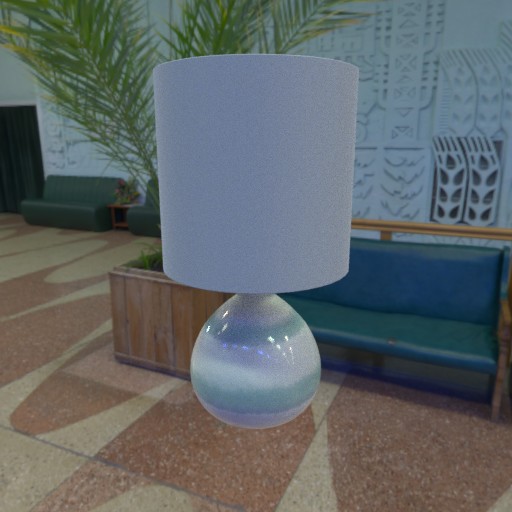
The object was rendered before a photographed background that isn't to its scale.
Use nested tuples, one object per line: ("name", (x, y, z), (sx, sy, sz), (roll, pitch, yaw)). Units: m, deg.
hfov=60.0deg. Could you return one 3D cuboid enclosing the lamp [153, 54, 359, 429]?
("lamp", (0.000, 0.000, 0.526), (0.217, 0.404, 0.217), (7, 16, 25))
